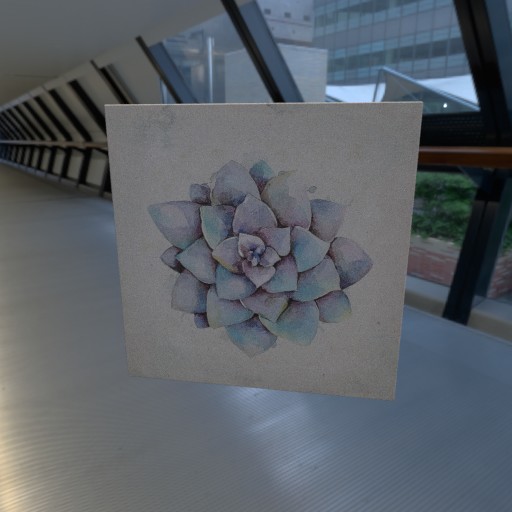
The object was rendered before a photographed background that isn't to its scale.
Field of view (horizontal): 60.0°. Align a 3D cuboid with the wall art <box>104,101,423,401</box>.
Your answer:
[{"bbox_3d":[0.000,0.000,0.941,0.612,0.612,0.040,3,16,9],"label":"wall art"}]
